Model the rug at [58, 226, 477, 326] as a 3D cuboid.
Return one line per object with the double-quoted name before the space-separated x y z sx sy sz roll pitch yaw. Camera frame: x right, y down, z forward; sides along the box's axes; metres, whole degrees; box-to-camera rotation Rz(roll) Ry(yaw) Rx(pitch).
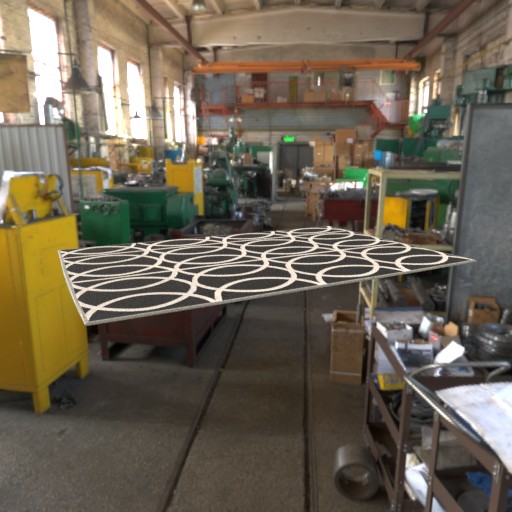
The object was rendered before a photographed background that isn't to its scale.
"rug" 0.000 0.000 2.876 2.294 0.014 1.528 -7 14 -27
